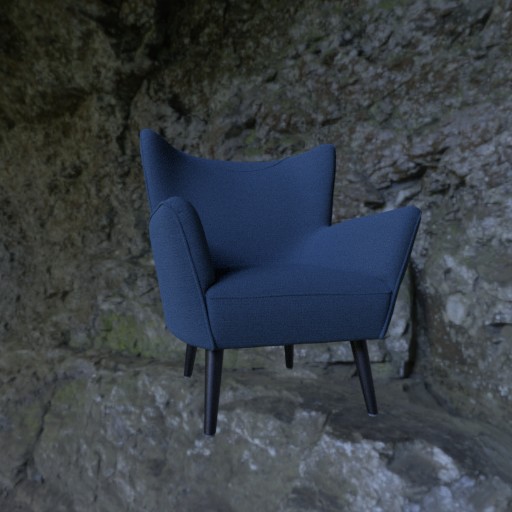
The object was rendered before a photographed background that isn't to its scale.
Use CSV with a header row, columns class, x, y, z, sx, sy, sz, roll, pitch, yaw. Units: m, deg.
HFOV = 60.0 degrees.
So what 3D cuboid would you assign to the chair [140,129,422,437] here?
class,x,y,z,sx,sy,sz,roll,pitch,yaw
chair,0.000,0.000,1.571,0.781,0.933,0.888,0,0,-18
